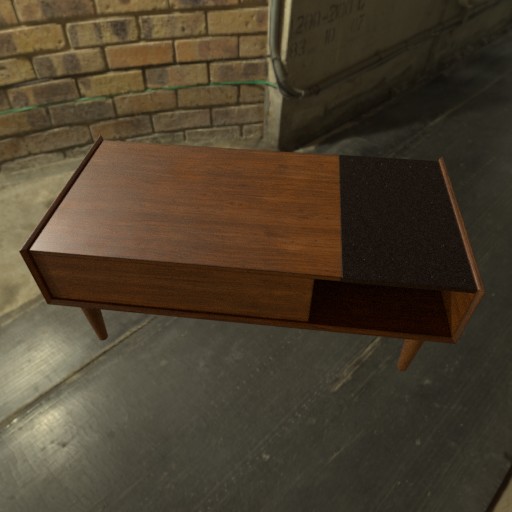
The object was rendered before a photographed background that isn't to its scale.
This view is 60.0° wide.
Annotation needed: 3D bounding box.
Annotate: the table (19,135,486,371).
[{"bbox_3d":[0.000,0.000,1.544,1.221,0.508,0.610,5,46,5],"label":"table"}]
